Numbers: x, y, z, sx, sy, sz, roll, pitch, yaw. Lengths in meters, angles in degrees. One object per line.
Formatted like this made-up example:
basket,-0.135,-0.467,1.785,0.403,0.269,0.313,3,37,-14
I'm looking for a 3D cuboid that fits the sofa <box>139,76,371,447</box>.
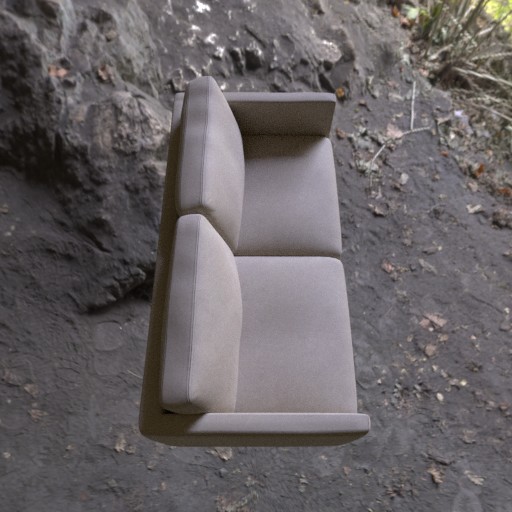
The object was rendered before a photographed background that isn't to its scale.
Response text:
sofa,0.000,0.000,2.364,0.950,0.940,1.846,0,64,0
